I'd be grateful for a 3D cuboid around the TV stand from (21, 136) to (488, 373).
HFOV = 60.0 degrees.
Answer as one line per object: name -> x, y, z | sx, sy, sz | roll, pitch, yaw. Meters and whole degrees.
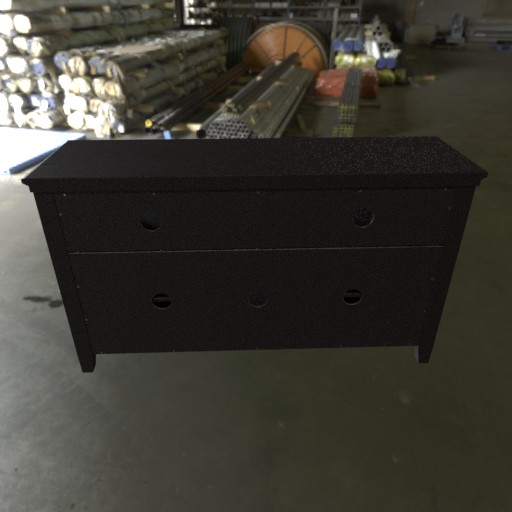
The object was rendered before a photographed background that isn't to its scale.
TV stand -> 0.000, 0.000, 1.454 | 1.198, 0.681, 0.347 | -1, 30, -2
